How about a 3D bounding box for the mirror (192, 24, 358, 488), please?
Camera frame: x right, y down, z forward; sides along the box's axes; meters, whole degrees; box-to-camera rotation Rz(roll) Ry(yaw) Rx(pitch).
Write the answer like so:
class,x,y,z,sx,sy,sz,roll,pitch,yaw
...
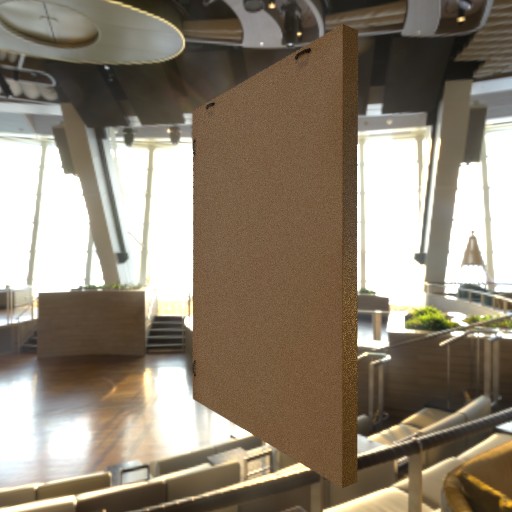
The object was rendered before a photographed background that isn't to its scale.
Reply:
class,x,y,z,sx,sy,sz,roll,pitch,yaw
mirror,0.000,0.000,0.894,0.039,0.710,0.507,0,0,-35
